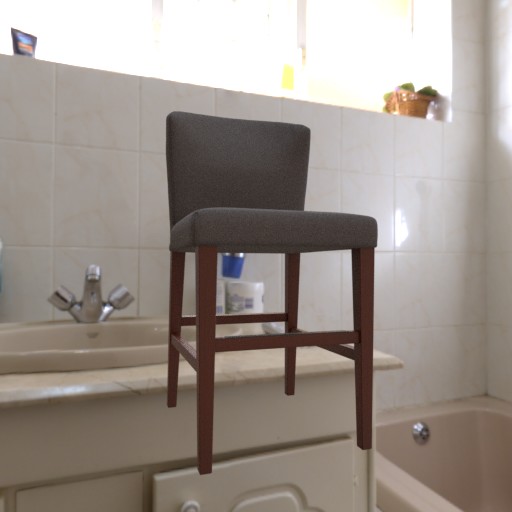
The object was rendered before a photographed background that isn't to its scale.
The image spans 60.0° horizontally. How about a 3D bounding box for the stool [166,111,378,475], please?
[{"bbox_3d":[0.000,0.000,1.286,0.481,0.968,0.568,0,-1,-19],"label":"stool"}]
